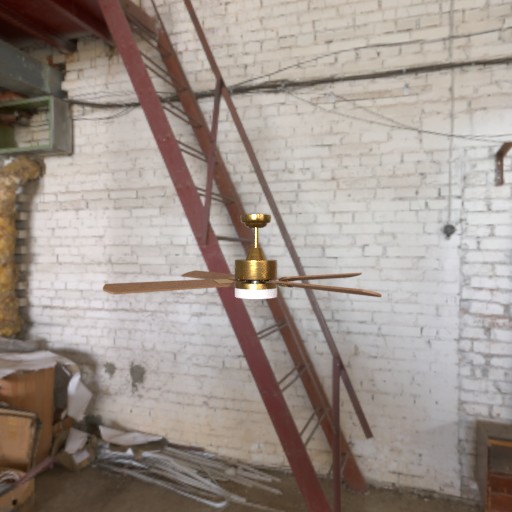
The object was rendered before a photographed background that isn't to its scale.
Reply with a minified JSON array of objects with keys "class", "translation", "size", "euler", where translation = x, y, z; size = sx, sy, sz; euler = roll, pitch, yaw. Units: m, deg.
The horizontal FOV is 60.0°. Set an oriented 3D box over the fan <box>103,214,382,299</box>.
[{"class":"fan","translation":[0.000,0.000,1.938],"size":[1.320,0.355,1.320],"euler":[-1,2,-36]}]
